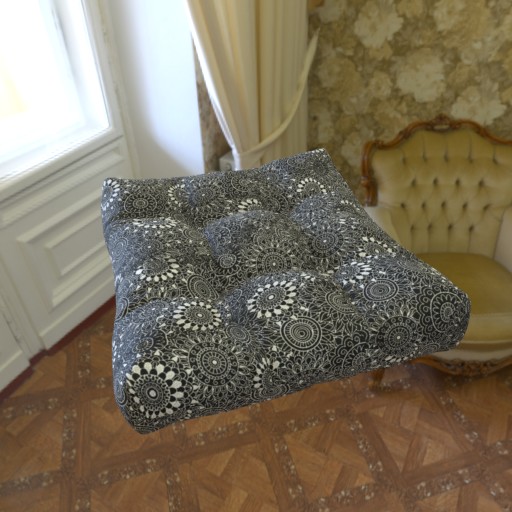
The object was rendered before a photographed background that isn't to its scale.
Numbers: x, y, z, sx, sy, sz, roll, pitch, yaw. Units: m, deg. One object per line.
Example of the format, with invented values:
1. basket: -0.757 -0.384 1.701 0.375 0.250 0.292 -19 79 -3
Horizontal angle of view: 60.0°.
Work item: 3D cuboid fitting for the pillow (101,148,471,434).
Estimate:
1. pillow: 0.000 0.000 0.718 0.468 0.128 0.490 -11 39 -14
